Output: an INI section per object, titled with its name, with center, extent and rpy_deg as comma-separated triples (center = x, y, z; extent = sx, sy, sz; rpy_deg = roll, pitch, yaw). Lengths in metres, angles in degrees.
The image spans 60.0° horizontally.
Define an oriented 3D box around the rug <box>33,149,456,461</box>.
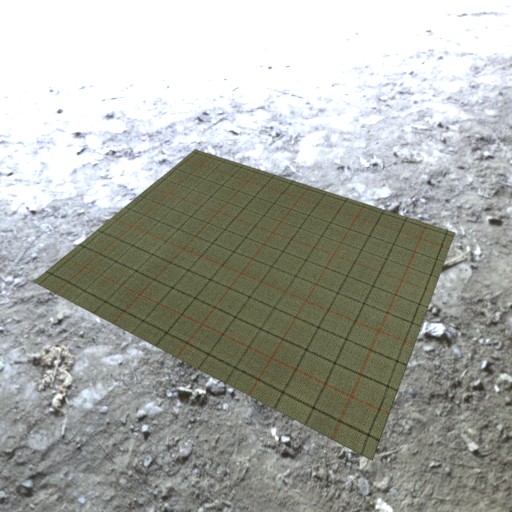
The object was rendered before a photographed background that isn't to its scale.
[rug]
center = 0.000, 0.000, 4.054
extent = 3.048, 0.012, 2.444
rpy_deg = 22, 49, 20
